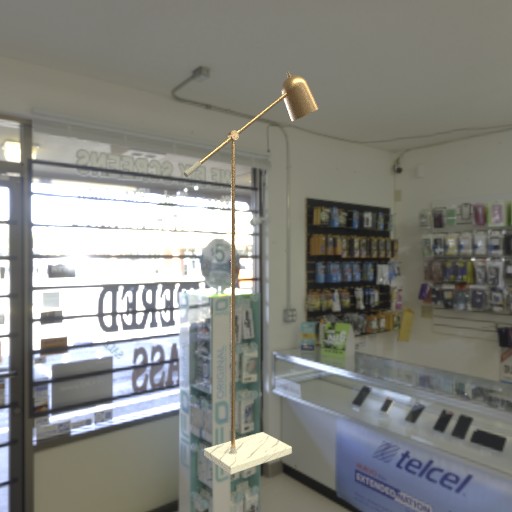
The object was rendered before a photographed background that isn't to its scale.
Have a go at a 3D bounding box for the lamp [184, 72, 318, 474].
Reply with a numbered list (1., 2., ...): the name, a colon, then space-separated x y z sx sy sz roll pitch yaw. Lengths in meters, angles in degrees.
1. lamp: 0.000 0.000 1.807 0.653 1.594 0.194 0 0 -37
